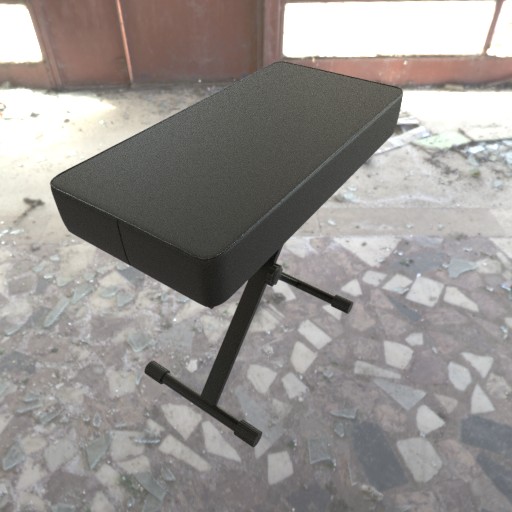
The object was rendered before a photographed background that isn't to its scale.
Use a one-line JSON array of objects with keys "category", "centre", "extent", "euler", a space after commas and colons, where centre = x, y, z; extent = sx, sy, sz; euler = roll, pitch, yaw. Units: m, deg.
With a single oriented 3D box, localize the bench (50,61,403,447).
[{"category": "bench", "centre": [0.000, 0.000, 0.910], "extent": [0.300, 0.561, 0.600], "euler": [25, 47, 25]}]
